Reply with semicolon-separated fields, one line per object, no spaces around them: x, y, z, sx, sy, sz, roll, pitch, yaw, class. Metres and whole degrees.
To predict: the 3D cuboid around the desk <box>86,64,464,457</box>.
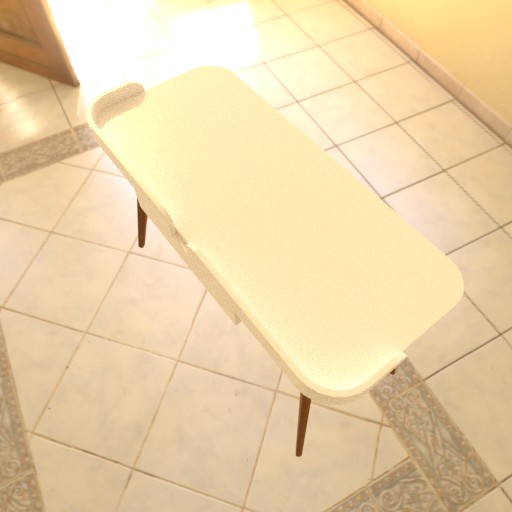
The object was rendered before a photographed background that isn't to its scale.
0.000;0.000;1.588;0.534;0.807;1.206;-33;64;-19;desk
